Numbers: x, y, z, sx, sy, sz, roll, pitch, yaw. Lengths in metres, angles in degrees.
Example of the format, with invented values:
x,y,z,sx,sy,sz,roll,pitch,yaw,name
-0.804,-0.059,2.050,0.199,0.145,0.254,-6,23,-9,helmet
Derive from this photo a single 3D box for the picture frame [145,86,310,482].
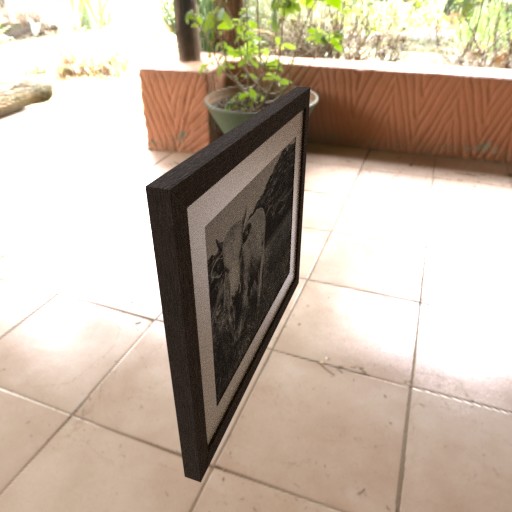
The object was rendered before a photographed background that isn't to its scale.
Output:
x,y,z,sx,sy,sz,roll,pitch,yaw,name
0.000,0.000,0.752,0.026,0.455,0.546,10,32,17,picture frame
